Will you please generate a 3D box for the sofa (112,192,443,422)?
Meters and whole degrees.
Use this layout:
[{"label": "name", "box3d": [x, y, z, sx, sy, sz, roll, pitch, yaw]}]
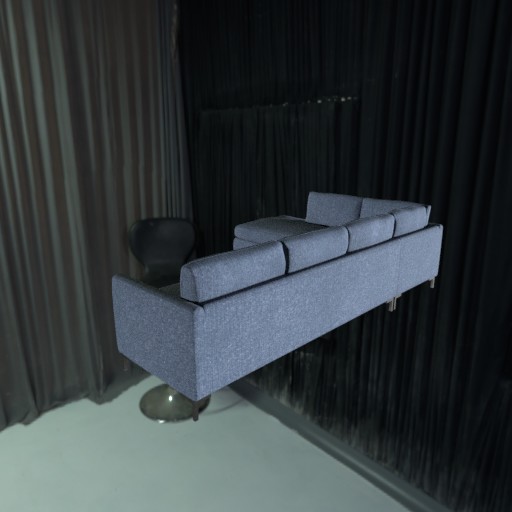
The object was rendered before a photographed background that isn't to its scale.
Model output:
[{"label": "sofa", "box3d": [0.000, 0.000, 3.812, 2.007, 0.815, 2.949, 15, 21, 42]}]
